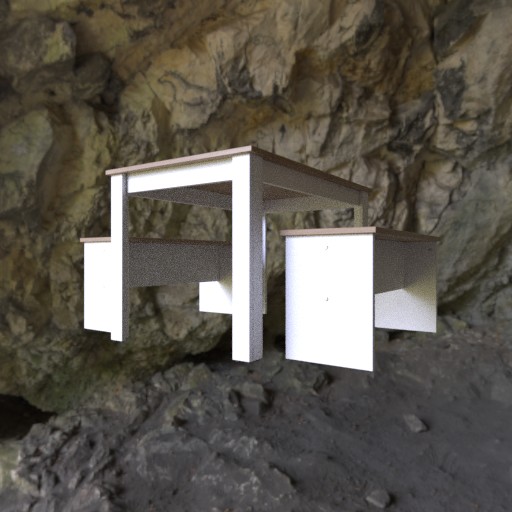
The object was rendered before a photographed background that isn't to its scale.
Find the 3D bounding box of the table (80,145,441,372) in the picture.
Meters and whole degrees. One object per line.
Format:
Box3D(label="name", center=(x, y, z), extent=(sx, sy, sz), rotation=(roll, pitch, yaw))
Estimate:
Box3D(label="table", center=(0.000, 0.000, 2.061), extent=(1.443, 0.700, 1.100), rotation=(0, 0, 34))
